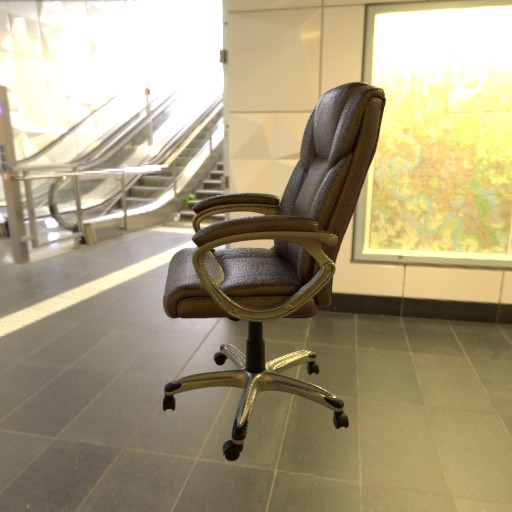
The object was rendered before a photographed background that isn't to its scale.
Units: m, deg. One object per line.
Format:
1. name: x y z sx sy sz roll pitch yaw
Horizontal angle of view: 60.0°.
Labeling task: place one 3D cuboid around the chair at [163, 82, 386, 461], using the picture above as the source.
1. chair: 0.000 0.000 1.547 0.692 1.128 0.656 -2 14 -8
